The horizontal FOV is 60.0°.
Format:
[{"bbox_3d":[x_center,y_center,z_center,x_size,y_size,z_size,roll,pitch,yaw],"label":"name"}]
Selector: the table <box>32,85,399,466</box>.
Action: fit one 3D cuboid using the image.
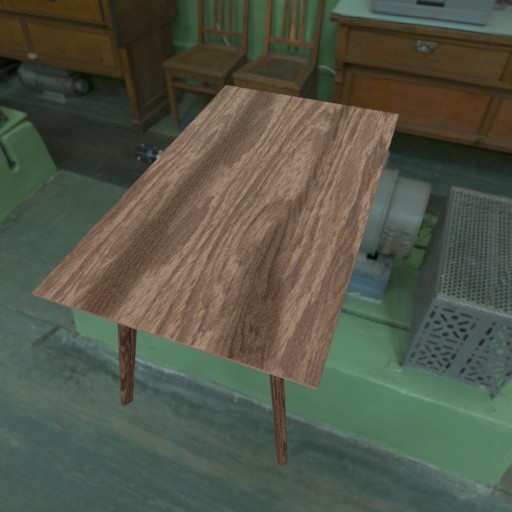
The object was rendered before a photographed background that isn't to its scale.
[{"bbox_3d":[0.000,0.000,1.808,0.801,0.724,1.349,15,48,14],"label":"table"}]
